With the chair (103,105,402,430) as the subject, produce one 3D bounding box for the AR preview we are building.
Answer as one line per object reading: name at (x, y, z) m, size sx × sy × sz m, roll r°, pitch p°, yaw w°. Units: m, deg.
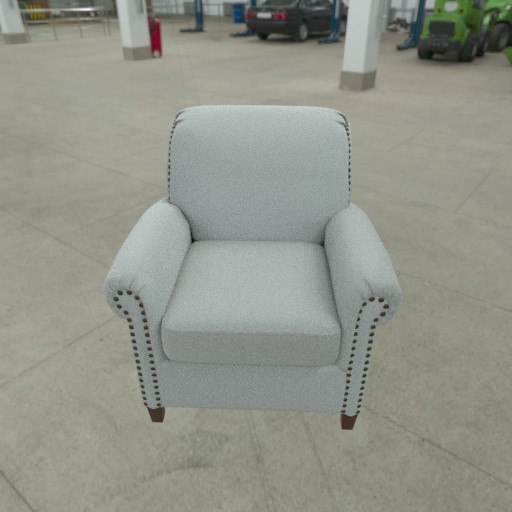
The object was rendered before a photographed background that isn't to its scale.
chair at (0.000, 0.000, 1.627) m, size 0.854 × 0.927 × 0.890 m, roll 1°, pitch 31°, yaw 2°
